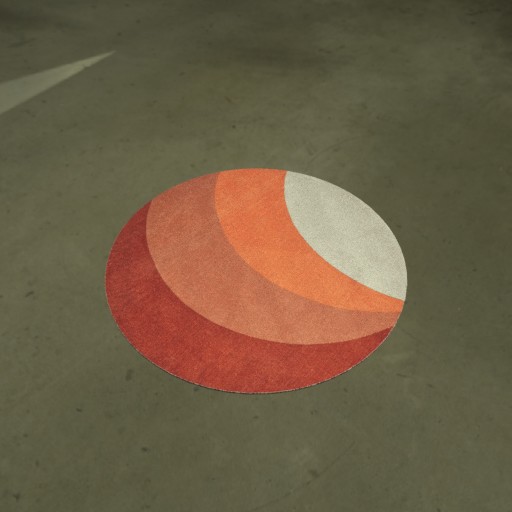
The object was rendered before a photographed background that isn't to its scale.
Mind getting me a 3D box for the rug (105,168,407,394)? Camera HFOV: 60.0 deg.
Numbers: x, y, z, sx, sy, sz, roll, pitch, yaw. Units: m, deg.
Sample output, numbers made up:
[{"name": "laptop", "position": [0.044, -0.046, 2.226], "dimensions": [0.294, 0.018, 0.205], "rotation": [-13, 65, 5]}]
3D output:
[{"name": "rug", "position": [0.000, 0.000, 2.281], "dimensions": [1.514, 0.015, 1.514], "rotation": [0, 46, 0]}]
